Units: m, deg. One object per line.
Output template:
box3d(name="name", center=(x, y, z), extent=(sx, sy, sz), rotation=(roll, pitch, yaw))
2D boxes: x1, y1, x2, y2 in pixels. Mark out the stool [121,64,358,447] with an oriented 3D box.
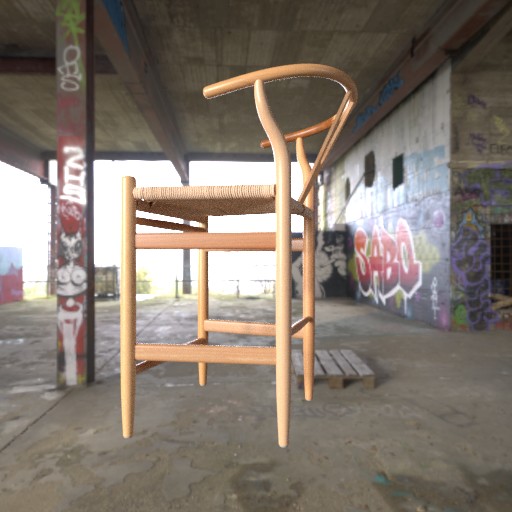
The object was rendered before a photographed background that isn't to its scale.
box3d(name="stool", center=(0.000, 0.000, 1.285), extent=(0.575, 0.923, 0.536), rotation=(0, 0, 16))
